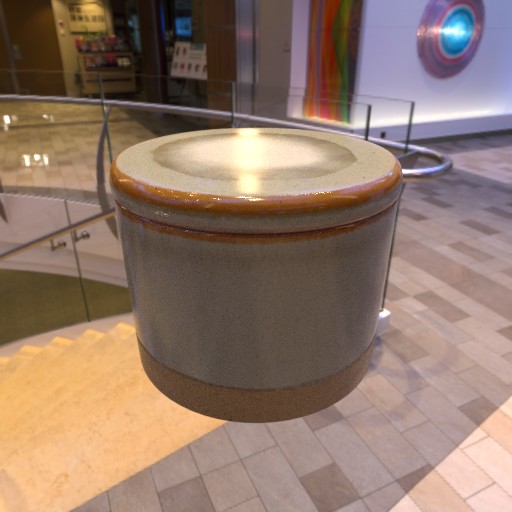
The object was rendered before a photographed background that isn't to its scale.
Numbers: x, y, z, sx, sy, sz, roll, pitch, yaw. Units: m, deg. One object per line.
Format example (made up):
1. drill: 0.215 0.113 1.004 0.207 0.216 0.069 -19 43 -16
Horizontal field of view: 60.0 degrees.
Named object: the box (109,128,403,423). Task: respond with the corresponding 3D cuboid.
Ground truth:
1. box: 0.000 0.000 0.213 0.123 0.100 0.123 0 26 0
